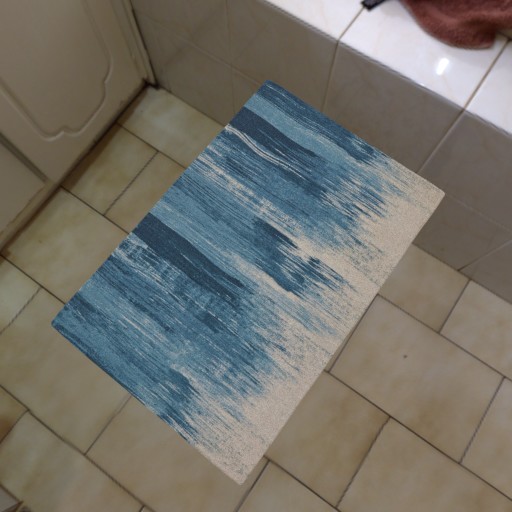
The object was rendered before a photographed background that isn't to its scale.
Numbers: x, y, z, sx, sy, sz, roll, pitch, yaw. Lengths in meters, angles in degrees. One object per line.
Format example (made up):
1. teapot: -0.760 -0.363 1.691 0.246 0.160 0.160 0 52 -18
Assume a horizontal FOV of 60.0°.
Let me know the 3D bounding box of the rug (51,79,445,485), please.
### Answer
1. rug: 0.000 0.000 2.330 1.232 0.009 1.836 36 77 10
